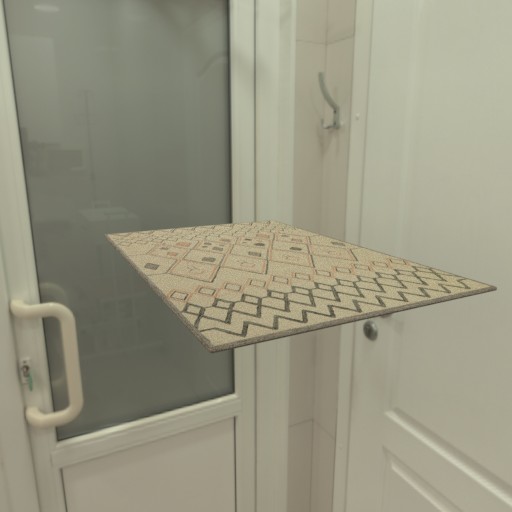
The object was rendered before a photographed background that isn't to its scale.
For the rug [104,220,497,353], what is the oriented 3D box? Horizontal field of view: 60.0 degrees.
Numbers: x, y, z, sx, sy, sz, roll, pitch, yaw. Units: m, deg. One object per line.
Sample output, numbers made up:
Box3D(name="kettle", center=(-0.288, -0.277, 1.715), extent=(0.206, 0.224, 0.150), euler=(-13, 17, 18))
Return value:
Box3D(name="rug", center=(0.000, 0.000, 2.278), extent=(1.219, 0.016, 1.829), euler=(-7, 16, -26))
